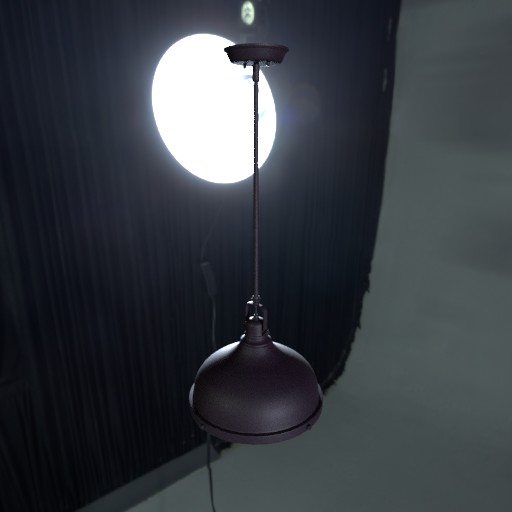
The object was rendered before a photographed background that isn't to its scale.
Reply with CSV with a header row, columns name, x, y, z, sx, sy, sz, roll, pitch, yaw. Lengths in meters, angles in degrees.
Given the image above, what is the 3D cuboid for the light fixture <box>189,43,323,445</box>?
name,x,y,z,sx,sy,sz,roll,pitch,yaw
light fixture,0.000,0.000,0.992,0.341,0.849,0.341,-15,22,-42
